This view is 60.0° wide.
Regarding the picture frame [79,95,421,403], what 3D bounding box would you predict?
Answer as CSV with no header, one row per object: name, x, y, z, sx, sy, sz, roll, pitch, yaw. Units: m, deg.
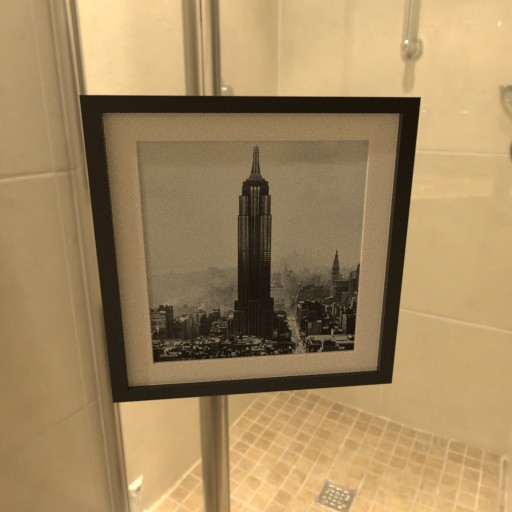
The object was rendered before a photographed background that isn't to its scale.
picture frame,0.000,0.000,0.522,0.355,0.353,0.029,-2,17,-6
